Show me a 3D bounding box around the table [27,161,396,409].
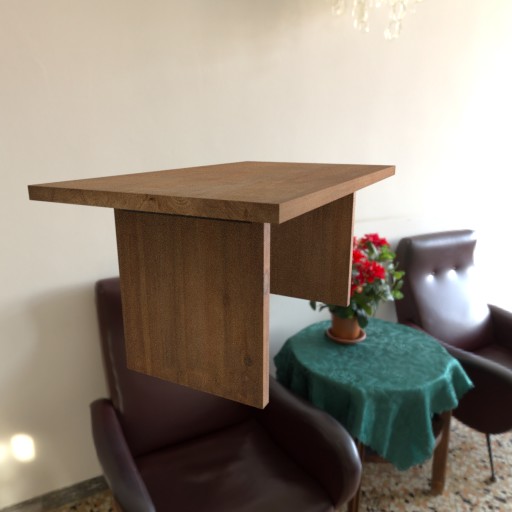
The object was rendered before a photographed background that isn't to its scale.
[{"bbox_3d":[0.000,0.000,2.110,0.946,0.780,1.609,8,17,26],"label":"table"}]
